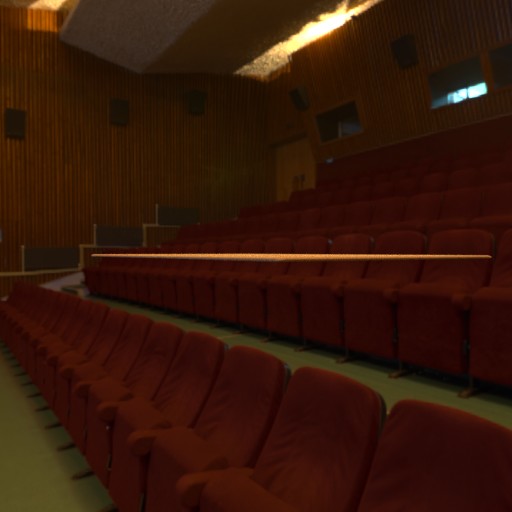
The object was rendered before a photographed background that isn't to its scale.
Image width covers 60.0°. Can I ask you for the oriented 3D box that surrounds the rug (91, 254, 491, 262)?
[{"bbox_3d":[0.000,0.000,2.089,1.061,0.012,1.668,0,1,-36],"label":"rug"}]
